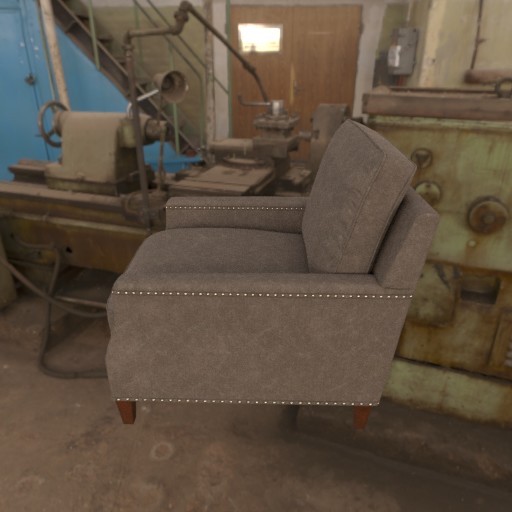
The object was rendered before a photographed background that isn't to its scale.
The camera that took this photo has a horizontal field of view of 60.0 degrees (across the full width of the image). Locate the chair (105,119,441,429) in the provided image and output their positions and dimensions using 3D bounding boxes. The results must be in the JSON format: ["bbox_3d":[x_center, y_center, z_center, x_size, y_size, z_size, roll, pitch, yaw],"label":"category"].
[{"bbox_3d":[0.000,0.000,1.710,1.014,0.948,0.853,1,26,1],"label":"chair"}]
